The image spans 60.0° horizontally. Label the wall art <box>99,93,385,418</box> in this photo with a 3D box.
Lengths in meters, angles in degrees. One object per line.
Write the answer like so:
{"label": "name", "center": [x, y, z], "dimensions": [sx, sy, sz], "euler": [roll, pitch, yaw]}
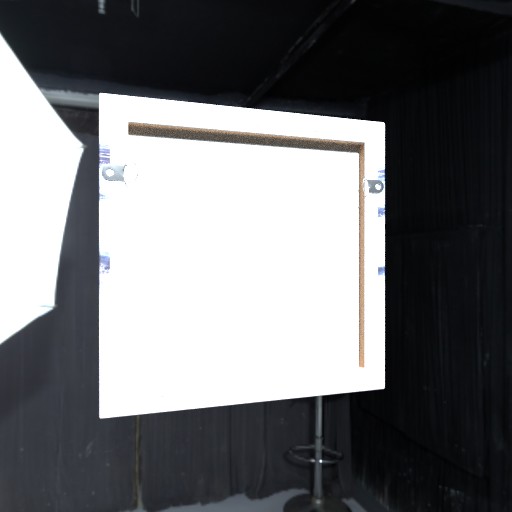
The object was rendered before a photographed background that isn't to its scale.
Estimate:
{"label": "wall art", "center": [0.000, 0.000, 1.132], "dimensions": [0.755, 0.747, 0.065], "euler": [0, 0, -18]}
